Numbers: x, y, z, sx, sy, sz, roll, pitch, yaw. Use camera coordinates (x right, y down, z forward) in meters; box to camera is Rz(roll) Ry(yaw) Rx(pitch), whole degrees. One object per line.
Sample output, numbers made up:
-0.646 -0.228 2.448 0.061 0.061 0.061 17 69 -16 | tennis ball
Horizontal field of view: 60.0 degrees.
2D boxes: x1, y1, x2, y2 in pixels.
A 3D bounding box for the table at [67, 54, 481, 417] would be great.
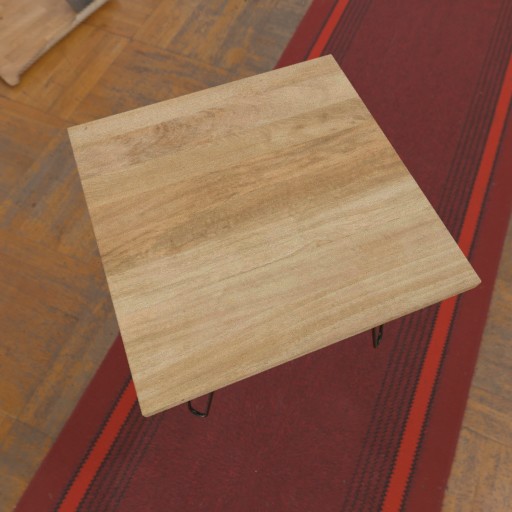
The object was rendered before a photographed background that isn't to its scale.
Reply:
0.000 0.000 1.058 0.599 0.500 0.599 -19 66 -9 | table
